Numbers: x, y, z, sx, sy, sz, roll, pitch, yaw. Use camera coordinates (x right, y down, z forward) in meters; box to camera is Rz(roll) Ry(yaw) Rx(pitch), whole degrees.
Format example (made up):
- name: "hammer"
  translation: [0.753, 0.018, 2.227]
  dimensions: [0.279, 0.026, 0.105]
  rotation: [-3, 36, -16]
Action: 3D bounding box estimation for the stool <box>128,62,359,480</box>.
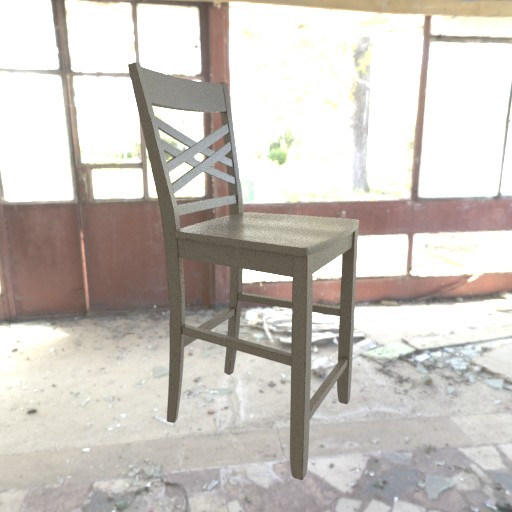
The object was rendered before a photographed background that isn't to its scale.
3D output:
- name: "stool"
  translation: [0.000, 0.000, 1.362]
  dimensions: [0.539, 1.079, 0.462]
  rotation: [7, 16, 27]
